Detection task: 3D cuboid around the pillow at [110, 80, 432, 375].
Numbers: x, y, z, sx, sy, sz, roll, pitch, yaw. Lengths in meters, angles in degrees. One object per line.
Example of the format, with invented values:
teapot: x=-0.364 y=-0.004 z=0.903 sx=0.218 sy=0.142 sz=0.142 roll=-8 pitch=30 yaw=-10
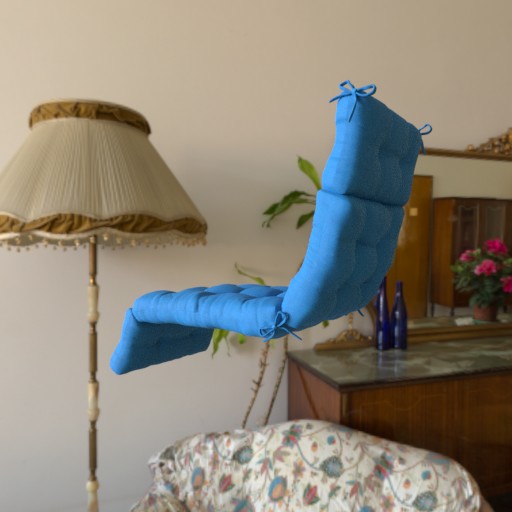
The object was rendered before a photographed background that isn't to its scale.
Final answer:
pillow: x=0.000 y=0.000 z=1.501 sx=1.016 sy=0.863 sz=0.526 roll=1 pitch=2 yaw=36
